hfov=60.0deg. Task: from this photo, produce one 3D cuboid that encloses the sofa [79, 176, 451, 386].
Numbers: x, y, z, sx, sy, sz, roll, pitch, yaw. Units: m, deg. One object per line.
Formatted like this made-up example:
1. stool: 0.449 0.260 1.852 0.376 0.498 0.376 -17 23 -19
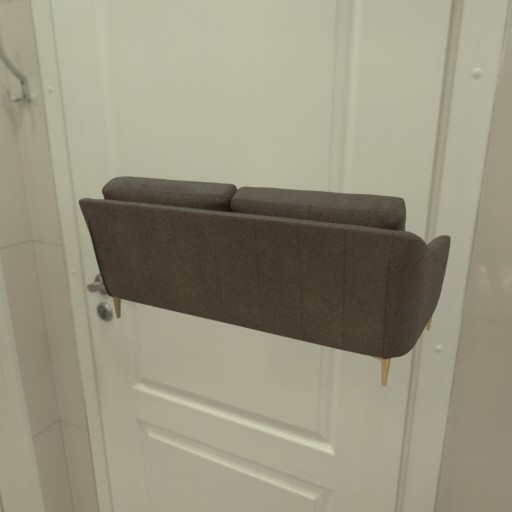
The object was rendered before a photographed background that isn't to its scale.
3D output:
1. sofa: 0.000 0.000 2.617 2.036 0.902 0.960 8 19 26
